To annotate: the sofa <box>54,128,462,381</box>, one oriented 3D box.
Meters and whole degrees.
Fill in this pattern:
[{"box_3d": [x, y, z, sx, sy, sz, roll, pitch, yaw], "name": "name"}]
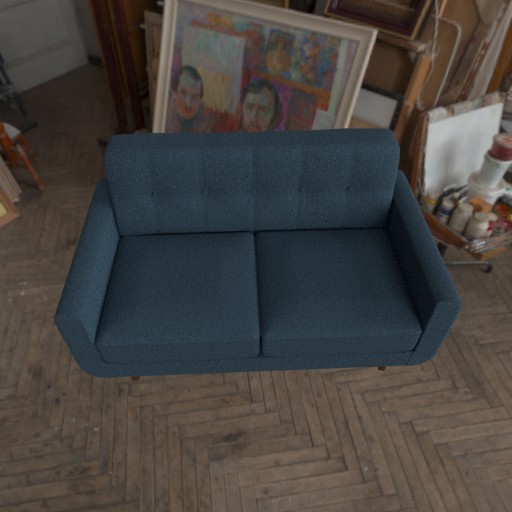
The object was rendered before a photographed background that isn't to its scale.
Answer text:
[{"box_3d": [0.000, 0.000, 2.187, 1.651, 0.896, 0.942, -2, 46, -2], "name": "sofa"}]
